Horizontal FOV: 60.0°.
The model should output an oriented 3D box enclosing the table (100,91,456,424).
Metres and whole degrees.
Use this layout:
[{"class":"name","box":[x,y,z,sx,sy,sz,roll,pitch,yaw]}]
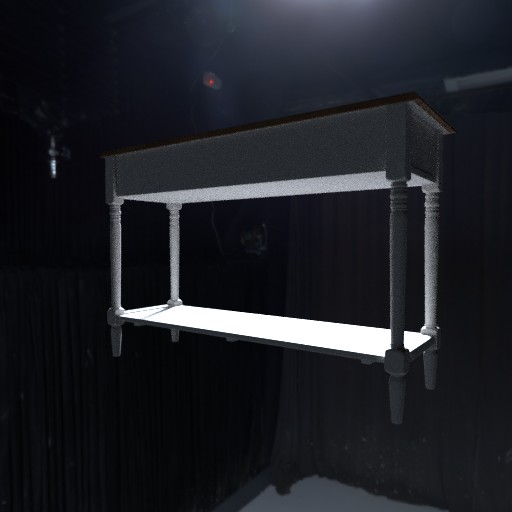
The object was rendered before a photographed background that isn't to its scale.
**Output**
[{"class":"table","box":[0.000,0.000,1.557,1.219,0.800,0.399,1,2,36]}]
